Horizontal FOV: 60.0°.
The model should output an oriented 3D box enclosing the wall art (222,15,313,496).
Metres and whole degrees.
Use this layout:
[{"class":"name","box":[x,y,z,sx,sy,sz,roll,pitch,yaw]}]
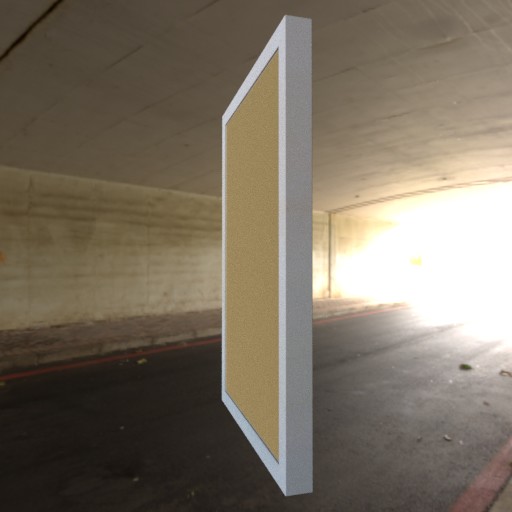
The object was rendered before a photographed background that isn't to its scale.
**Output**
[{"class":"wall art","box":[0.000,0.000,0.763,0.038,0.611,0.408,0,-1,-16]}]
